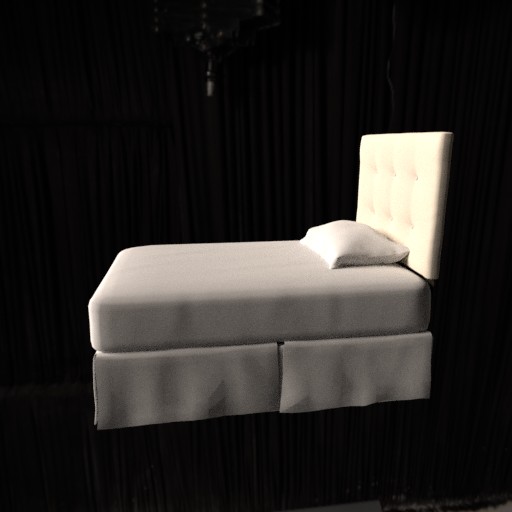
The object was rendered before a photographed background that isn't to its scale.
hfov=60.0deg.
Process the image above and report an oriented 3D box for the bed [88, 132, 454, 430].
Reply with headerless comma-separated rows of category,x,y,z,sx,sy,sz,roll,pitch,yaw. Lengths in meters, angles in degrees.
bed,0.000,0.000,2.937,1.997,1.571,1.261,-2,15,-8
